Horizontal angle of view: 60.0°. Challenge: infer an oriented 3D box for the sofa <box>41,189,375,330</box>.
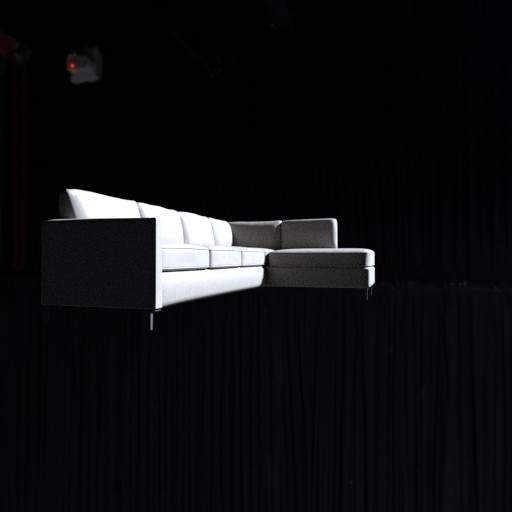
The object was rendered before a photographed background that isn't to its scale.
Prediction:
[{"bbox_3d":[0.000,0.000,4.364,2.077,0.964,3.331,0,0,18],"label":"sofa"}]
